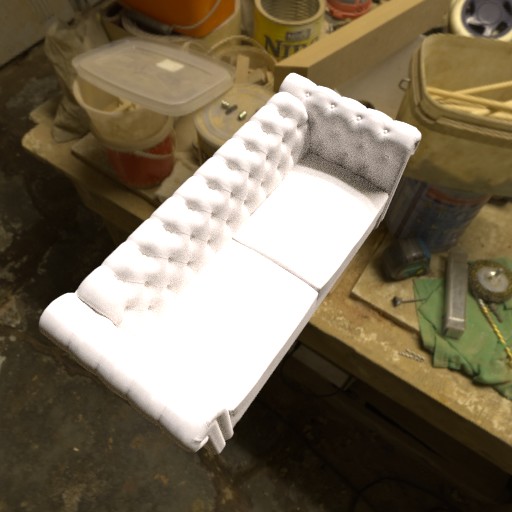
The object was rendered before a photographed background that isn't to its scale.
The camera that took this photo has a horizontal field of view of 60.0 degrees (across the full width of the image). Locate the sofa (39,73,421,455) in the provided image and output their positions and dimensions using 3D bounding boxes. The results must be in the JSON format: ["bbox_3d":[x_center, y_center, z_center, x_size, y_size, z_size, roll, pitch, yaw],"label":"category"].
[{"bbox_3d":[0.000,0.000,2.217,0.771,0.796,1.798,32,64,17],"label":"sofa"}]
